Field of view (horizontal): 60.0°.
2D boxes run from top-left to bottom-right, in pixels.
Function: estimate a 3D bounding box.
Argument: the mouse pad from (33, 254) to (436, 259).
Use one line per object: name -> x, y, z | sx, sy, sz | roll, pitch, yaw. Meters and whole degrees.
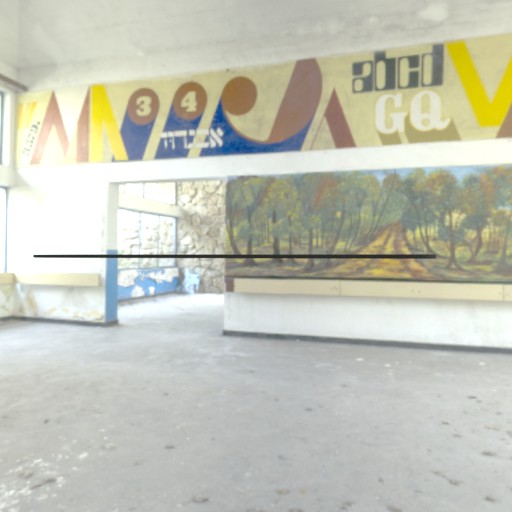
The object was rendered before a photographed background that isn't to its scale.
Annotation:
mouse pad -> 0.000, 0.000, 0.345 | 0.249, 0.002, 0.211 | 0, 0, 18
